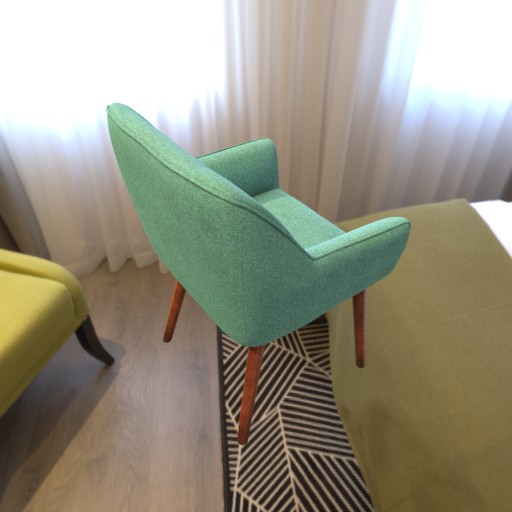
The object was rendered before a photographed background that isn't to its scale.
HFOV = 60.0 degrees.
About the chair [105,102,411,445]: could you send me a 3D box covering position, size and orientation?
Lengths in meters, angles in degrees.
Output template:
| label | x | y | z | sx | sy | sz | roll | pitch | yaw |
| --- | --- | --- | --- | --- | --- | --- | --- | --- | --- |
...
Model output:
| label | x | y | z | sx | sy | sz | roll | pitch | yaw |
| --- | --- | --- | --- | --- | --- | --- | --- | --- | --- |
| chair | 0.000 | 0.000 | 1.157 | 0.519 | 0.803 | 0.543 | -26 | 47 | -27 |
